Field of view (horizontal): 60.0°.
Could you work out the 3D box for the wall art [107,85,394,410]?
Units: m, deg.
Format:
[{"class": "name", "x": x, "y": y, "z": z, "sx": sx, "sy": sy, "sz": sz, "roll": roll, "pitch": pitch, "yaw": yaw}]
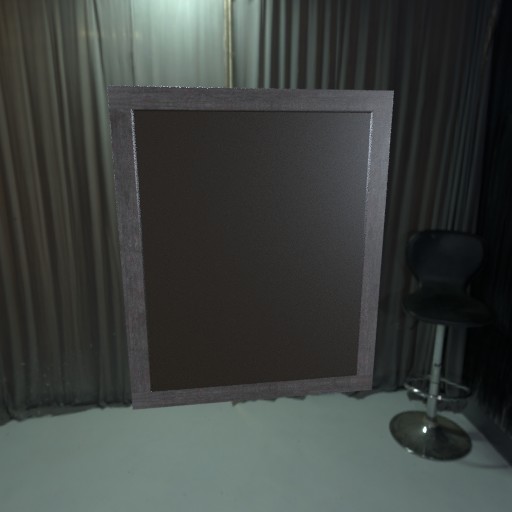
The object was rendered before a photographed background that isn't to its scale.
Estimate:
[{"class": "wall art", "x": 0.000, "y": 0.000, "z": 0.819, "sx": 0.479, "sy": 0.580, "sz": 0.027, "roll": -2, "pitch": 15, "yaw": -8}]
